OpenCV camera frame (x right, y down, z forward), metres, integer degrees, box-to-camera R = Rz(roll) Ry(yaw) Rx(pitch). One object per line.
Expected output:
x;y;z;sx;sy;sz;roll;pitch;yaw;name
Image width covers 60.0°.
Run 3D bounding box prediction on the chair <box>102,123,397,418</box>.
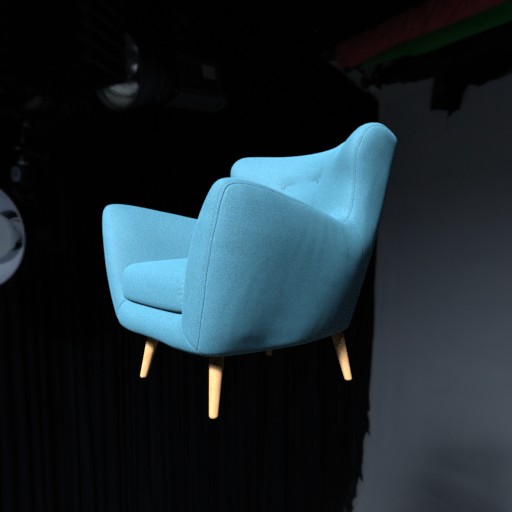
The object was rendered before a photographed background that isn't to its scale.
0.000;0.000;1.631;0.889;0.889;0.890;-1;1;-37;chair
